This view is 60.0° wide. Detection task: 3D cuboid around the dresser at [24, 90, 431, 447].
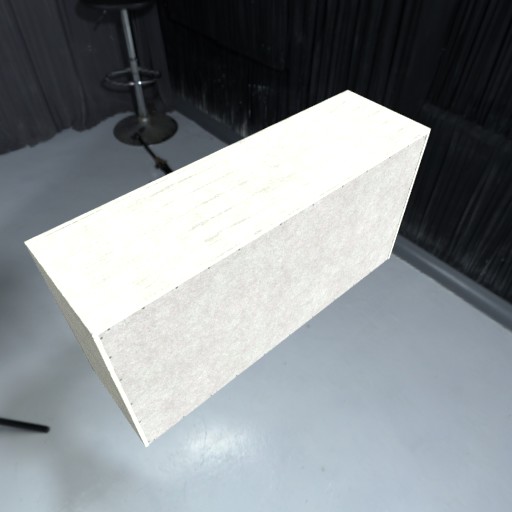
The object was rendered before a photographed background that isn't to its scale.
[{"bbox_3d":[0.000,0.000,2.038,1.628,0.889,0.483,-32,55,-27],"label":"dresser"}]
